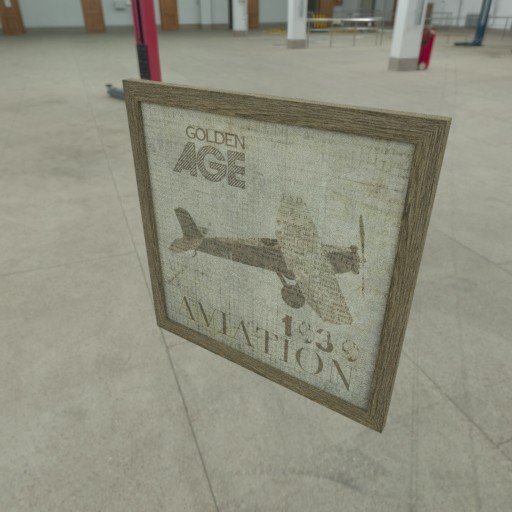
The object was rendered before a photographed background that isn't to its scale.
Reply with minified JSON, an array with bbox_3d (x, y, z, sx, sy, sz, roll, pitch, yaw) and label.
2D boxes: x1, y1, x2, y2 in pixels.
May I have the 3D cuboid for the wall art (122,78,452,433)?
[{"bbox_3d":[0.000,0.000,0.732,0.508,0.508,0.019,18,35,28],"label":"wall art"}]
